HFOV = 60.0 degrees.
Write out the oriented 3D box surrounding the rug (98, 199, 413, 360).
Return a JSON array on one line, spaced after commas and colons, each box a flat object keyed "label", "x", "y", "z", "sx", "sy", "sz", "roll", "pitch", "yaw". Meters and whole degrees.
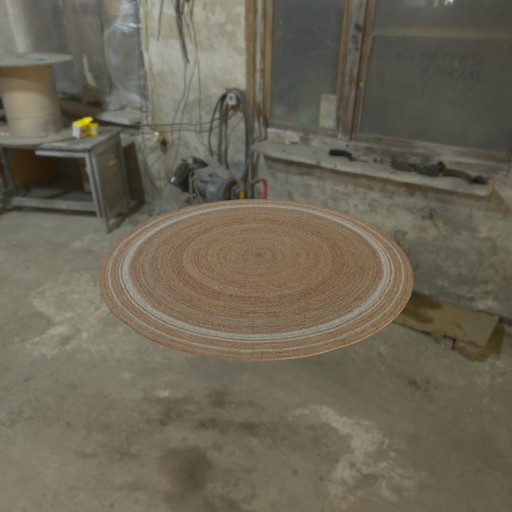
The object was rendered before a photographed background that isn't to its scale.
[{"label": "rug", "x": 0.000, "y": 0.000, "z": 3.605, "sx": 2.444, "sy": 0.015, "sz": 2.444, "roll": 0, "pitch": 29, "yaw": 0}]
